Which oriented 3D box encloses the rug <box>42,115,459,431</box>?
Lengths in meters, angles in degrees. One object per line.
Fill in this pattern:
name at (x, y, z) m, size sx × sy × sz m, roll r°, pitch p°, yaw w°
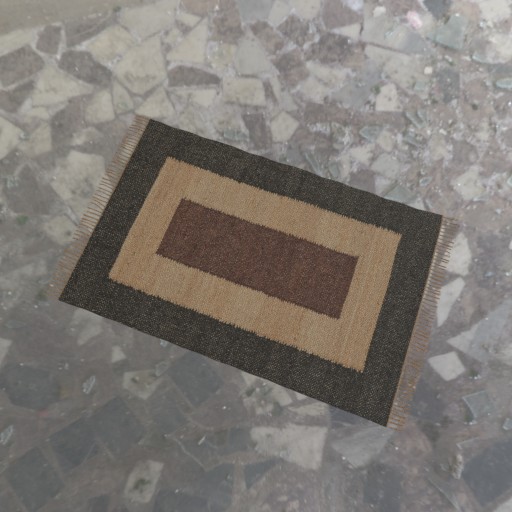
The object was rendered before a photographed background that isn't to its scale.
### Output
rug at (0.000, 0.000, 1.862) m, size 1.541 × 0.013 × 0.920 m, roll 20°, pitch 74°, yaw 6°
